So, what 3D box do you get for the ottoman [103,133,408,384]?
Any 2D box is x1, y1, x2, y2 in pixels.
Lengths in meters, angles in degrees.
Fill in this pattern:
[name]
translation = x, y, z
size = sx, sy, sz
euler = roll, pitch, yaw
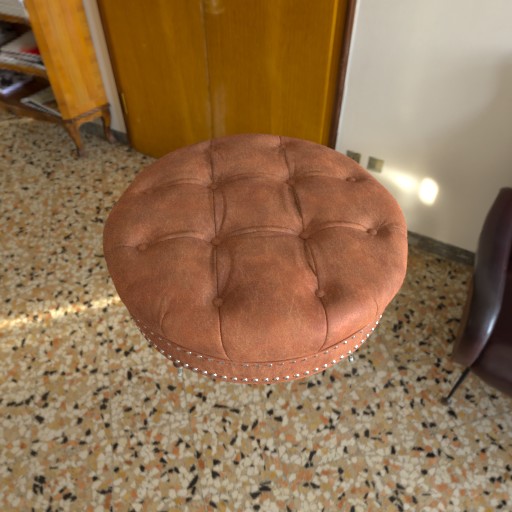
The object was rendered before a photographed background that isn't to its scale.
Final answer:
[ottoman]
translation = 0.000, 0.000, 1.417
size = 0.901, 0.444, 0.901
euler = 0, 45, 0
